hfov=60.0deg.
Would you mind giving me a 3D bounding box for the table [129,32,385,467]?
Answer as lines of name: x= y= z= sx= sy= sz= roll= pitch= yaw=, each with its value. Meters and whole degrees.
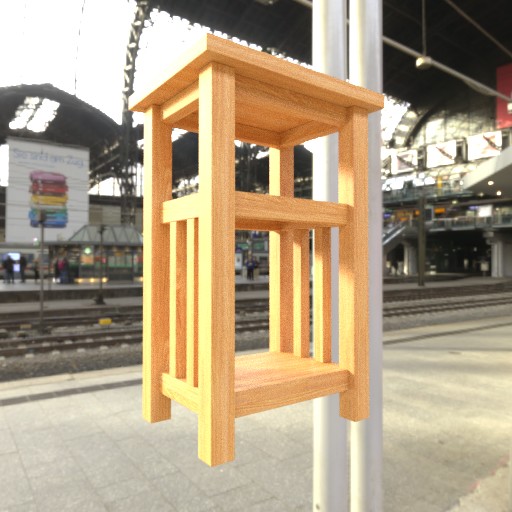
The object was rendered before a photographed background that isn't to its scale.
table: x=0.000 y=0.000 z=0.758 sx=0.350 sy=0.550 sz=0.270 roll=1 pitch=-1 yaw=-36
